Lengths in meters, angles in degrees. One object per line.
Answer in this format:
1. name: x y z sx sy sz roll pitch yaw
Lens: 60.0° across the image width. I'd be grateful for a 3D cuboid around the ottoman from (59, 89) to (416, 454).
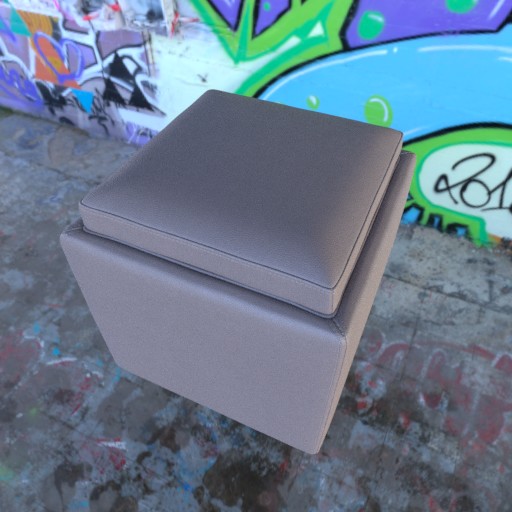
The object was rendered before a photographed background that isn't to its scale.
1. ottoman: 0.000 0.000 0.827 0.450 0.460 0.451 18 49 17
